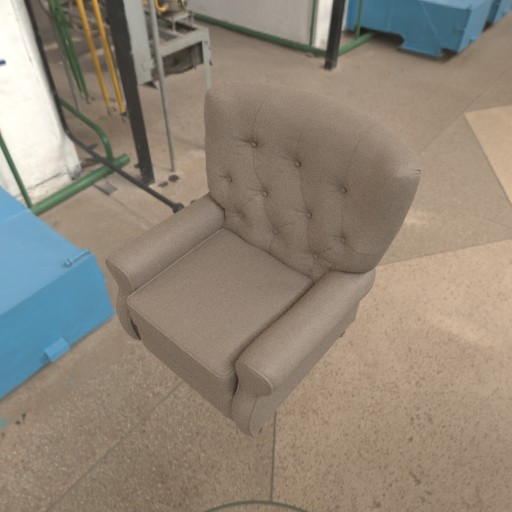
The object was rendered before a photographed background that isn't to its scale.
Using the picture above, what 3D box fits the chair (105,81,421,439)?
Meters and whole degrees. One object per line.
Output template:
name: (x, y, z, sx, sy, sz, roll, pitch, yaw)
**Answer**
chair: (0.000, 0.000, 1.931, 0.999, 1.138, 1.041, 31, 53, 27)
